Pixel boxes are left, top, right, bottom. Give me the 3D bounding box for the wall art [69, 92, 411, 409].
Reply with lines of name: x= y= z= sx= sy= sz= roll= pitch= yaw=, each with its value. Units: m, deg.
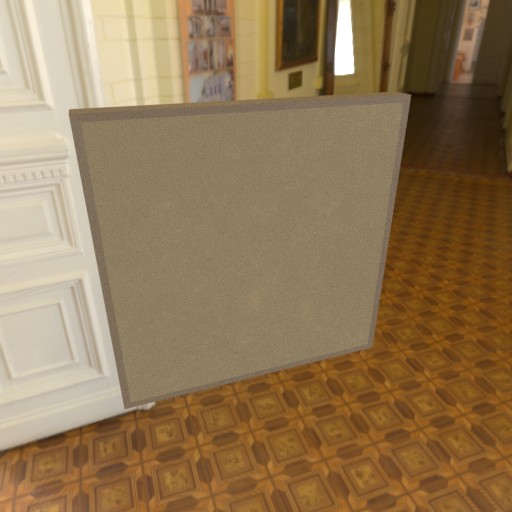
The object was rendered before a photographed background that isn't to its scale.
wall art: x=0.000 y=0.000 z=0.760 sx=0.508 sy=0.506 sz=0.038 roll=-9 pitch=29 yaw=-17
